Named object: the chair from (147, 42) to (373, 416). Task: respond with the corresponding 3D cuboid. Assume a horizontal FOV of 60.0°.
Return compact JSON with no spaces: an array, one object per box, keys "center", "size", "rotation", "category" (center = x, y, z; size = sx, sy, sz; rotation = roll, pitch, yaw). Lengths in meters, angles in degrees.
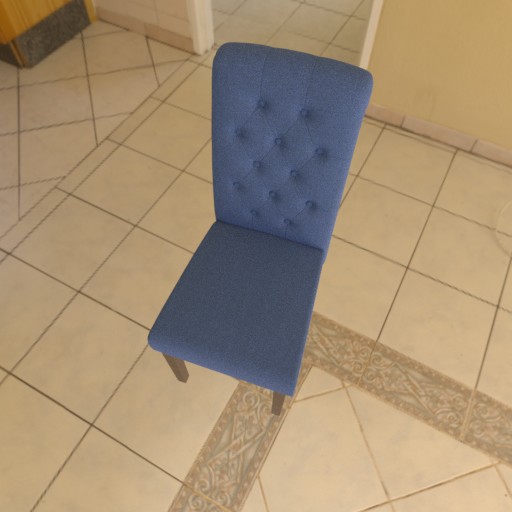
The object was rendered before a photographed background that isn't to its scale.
[{"center":[0.000,0.000,1.371],"size":[0.456,1.006,0.671],"rotation":[16,59,10],"category":"chair"}]
